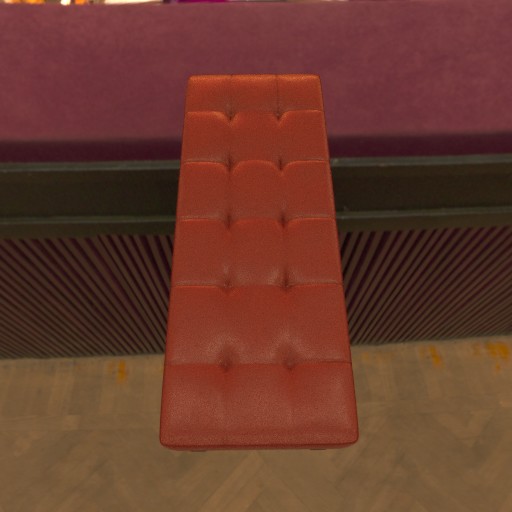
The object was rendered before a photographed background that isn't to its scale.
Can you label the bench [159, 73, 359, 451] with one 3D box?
[{"bbox_3d":[0.000,0.000,1.361,0.432,0.460,1.105,-1,63,0],"label":"bench"}]
